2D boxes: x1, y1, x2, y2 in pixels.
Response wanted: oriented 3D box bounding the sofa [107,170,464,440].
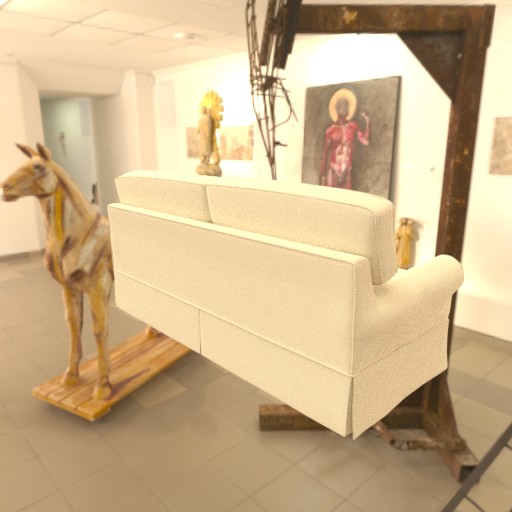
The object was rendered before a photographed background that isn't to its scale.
[{"bbox_3d":[0.000,0.000,2.533,0.862,0.937,2.021,-14,20,-42],"label":"sofa"}]
